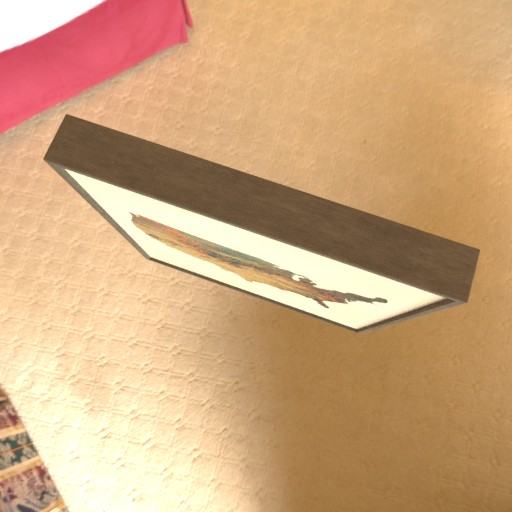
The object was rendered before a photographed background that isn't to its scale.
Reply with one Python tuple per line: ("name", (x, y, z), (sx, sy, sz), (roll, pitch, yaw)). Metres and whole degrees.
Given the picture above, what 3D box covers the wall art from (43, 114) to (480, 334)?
("wall art", (0.000, 0.000, 0.448), (0.303, 0.302, 0.038), (19, 77, 5))
